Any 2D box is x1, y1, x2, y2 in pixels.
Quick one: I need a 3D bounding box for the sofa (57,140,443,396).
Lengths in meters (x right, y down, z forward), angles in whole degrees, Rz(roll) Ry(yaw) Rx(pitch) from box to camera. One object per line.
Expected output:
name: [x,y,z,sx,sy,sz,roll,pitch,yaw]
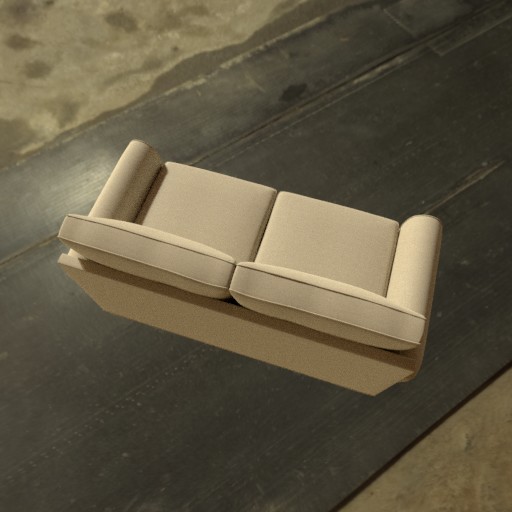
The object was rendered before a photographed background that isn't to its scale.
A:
sofa: [0.000,0.000,2.315,1.774,0.933,0.861,16,66,7]
